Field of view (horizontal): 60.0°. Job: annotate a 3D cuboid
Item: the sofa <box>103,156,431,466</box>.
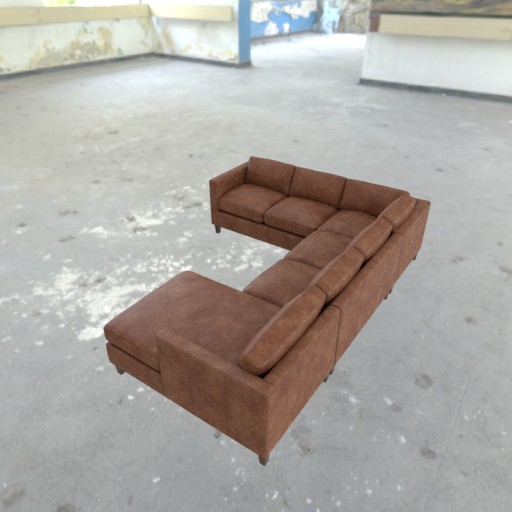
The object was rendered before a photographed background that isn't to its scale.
[{"bbox_3d":[0.000,0.000,4.504,2.452,0.888,3.324,20,37,29],"label":"sofa"}]
